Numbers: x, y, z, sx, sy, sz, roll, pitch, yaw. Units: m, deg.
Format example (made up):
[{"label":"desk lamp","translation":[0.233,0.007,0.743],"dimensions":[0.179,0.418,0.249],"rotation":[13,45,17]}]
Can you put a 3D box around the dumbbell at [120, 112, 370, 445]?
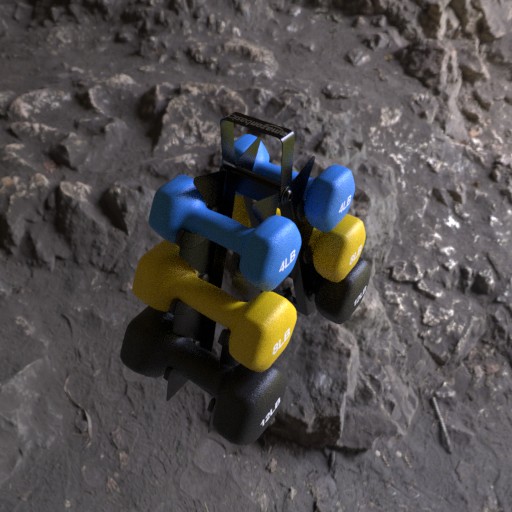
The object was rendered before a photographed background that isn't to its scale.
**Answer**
[{"label":"dumbbell","translation":[0.000,0.000,0.673],"dimensions":[0.255,0.426,0.409],"rotation":[27,49,26]}]
